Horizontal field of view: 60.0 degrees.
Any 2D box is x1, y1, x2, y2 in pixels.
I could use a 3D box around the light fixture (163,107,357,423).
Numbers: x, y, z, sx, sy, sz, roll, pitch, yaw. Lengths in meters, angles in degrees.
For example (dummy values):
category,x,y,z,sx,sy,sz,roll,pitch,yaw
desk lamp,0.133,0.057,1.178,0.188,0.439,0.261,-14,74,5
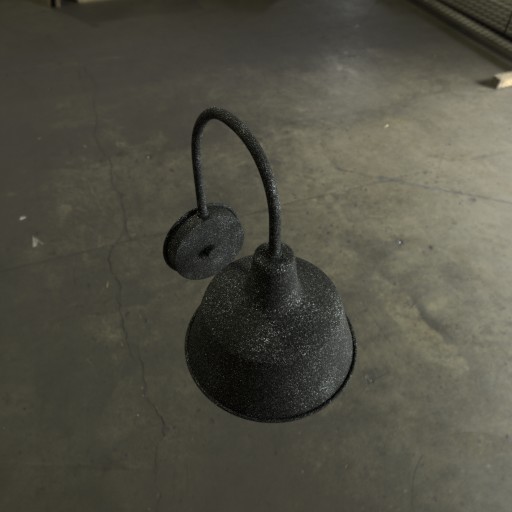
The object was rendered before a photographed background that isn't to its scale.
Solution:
category,x,y,z,sx,sy,sz,roll,pitch,yaw
light fixture,0.000,0.000,0.491,0.216,0.300,0.283,-25,51,-22
